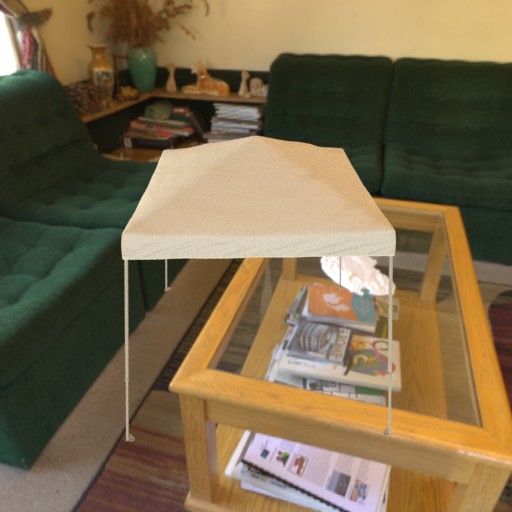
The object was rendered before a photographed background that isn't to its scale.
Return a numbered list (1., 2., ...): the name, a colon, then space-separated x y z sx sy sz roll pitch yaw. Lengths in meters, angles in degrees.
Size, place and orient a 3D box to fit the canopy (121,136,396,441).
1. canopy: 0.000 0.000 6.628 3.600 3.600 3.599 -1 31 -1
